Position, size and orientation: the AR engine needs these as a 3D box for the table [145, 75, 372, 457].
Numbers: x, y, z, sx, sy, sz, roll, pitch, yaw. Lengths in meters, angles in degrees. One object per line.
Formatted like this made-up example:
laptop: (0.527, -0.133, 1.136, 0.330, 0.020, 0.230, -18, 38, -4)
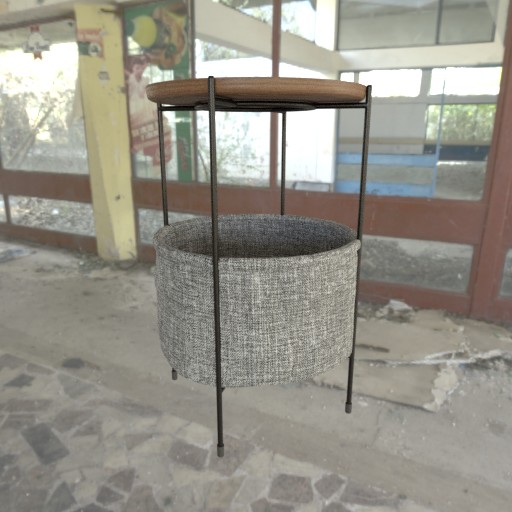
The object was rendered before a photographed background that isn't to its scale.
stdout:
table: (0.000, 0.000, 0.878, 0.400, 0.623, 0.400, -8, 18, -25)
